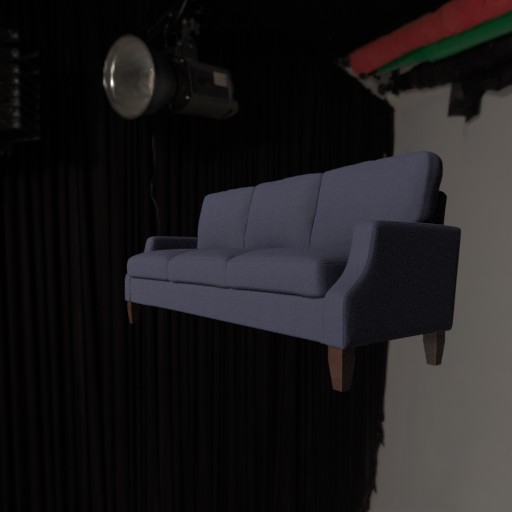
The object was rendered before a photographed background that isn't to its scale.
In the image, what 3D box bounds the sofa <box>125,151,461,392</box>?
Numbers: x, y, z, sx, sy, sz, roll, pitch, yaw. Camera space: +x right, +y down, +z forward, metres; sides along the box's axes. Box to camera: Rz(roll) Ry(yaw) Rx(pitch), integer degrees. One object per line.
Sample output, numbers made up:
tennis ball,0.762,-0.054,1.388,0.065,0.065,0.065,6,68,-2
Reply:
sofa,0.000,0.000,2.657,0.888,0.984,2.115,0,0,-37
